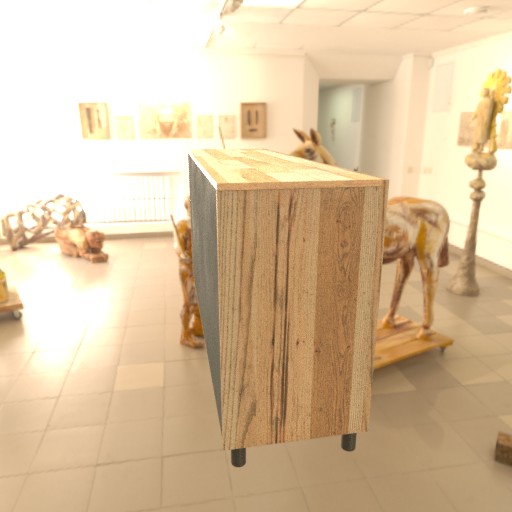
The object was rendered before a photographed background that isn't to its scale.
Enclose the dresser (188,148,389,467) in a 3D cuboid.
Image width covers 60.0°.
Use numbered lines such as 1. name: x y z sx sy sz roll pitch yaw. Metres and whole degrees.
1. dresser: 0.000 0.000 1.937 0.487 0.834 1.547 -3 17 -10
